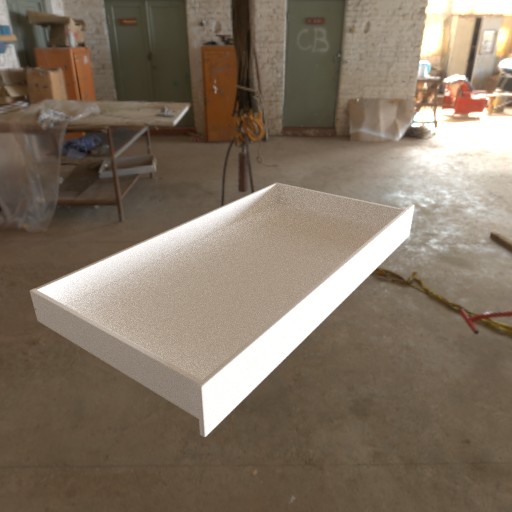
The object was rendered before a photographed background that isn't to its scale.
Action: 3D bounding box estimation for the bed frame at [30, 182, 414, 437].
[{"bbox_3d":[0.000,0.000,1.554,0.670,0.141,1.300,18,32,32],"label":"bed frame"}]
